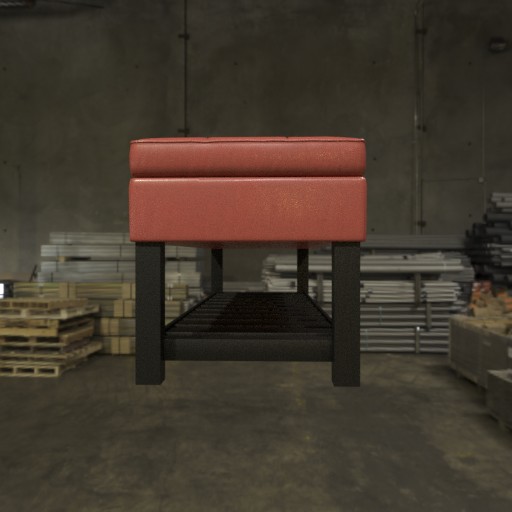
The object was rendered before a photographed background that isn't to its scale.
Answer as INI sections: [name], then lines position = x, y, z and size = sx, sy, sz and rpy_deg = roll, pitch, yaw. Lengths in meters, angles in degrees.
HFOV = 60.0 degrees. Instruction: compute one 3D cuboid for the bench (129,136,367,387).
[bench]
position = 0.000, 0.000, 1.330
size = 0.432, 0.460, 1.105
rpy_deg = 0, 0, 2
